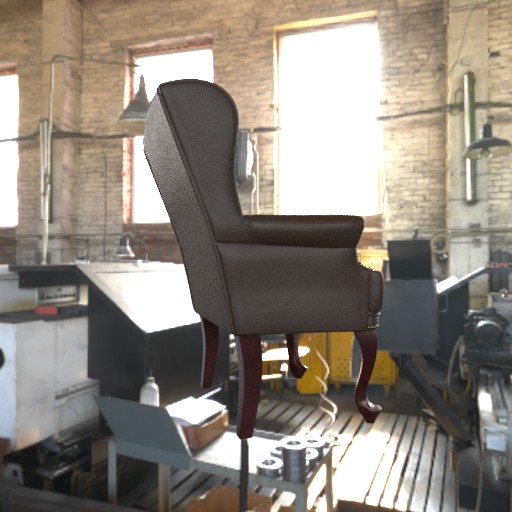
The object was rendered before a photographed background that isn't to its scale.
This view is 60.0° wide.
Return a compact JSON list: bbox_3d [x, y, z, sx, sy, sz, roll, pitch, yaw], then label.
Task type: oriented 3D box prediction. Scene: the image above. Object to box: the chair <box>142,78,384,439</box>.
[{"bbox_3d":[0.000,0.000,1.696,0.819,1.132,0.829,0,-1,-18],"label":"chair"}]
